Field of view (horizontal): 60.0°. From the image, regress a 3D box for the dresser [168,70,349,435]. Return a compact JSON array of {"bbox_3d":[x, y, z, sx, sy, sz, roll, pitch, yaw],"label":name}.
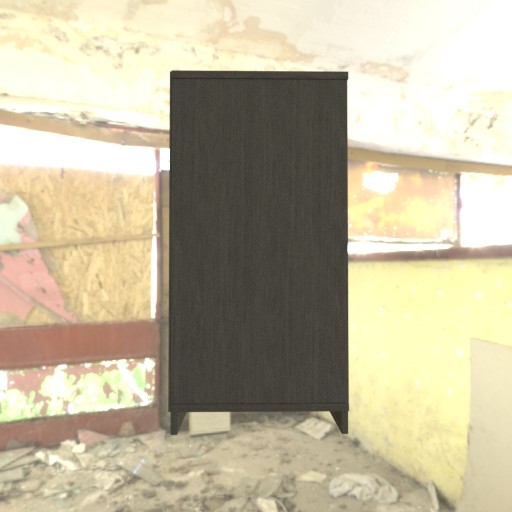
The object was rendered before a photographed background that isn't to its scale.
[{"bbox_3d":[0.000,0.000,1.489,0.404,0.816,0.994,0,-1,-1],"label":"dresser"}]
